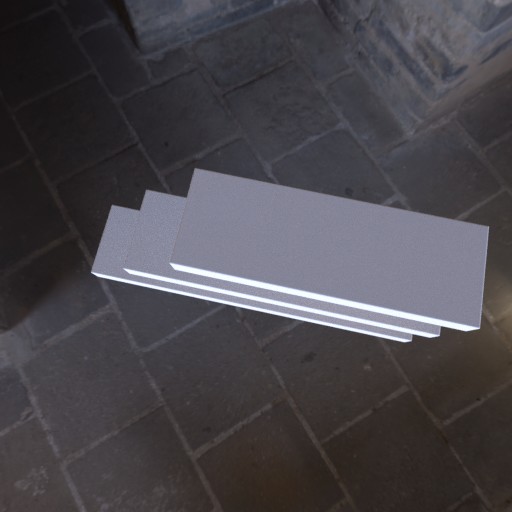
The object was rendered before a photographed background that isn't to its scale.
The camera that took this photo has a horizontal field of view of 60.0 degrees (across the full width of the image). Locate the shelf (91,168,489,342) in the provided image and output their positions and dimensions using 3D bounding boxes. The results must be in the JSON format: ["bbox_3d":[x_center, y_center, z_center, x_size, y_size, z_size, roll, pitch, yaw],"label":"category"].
[{"bbox_3d":[0.000,0.000,0.735,0.610,0.293,0.140,12,76,3],"label":"shelf"}]
